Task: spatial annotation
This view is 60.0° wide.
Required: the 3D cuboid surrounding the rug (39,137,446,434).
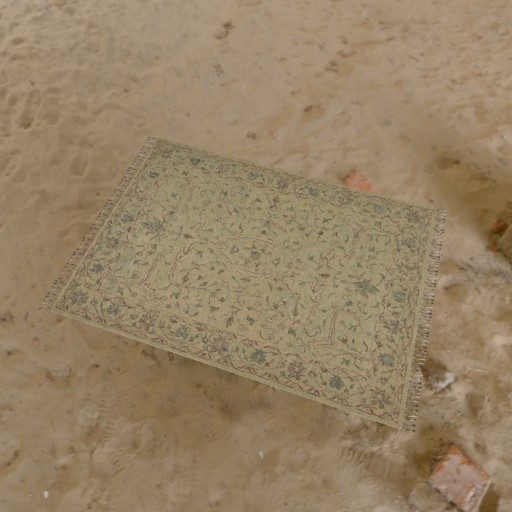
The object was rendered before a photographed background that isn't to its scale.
[{"bbox_3d":[0.000,0.000,2.289,1.802,0.008,1.247,16,60,10],"label":"rug"}]
